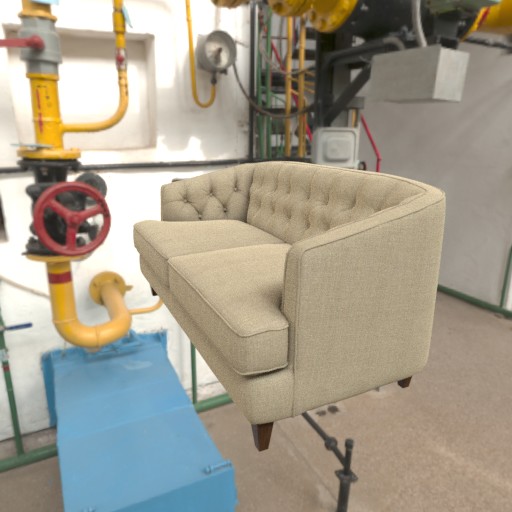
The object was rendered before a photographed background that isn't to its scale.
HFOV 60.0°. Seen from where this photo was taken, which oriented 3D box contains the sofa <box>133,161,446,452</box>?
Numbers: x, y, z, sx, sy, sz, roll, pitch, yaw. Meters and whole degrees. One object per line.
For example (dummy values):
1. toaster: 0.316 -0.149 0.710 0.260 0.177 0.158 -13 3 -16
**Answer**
1. sofa: 0.000 0.000 2.221 0.941 0.855 1.733 -8 18 -24
